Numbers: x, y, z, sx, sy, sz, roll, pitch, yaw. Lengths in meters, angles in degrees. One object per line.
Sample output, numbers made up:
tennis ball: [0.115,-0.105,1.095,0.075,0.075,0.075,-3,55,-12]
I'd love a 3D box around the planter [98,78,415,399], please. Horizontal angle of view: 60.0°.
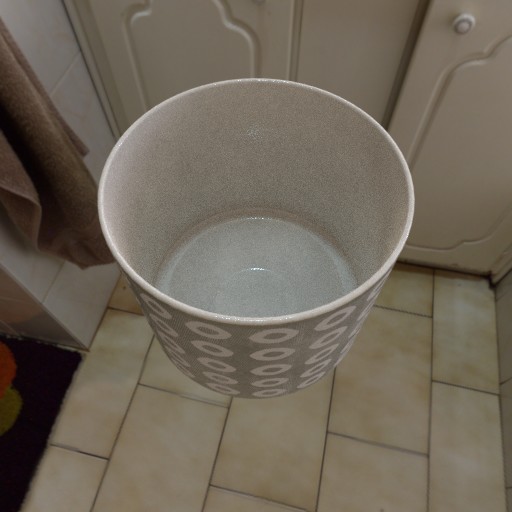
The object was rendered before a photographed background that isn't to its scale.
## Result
planter: [0.000,0.000,0.346,0.190,0.181,0.190,0,58,0]
